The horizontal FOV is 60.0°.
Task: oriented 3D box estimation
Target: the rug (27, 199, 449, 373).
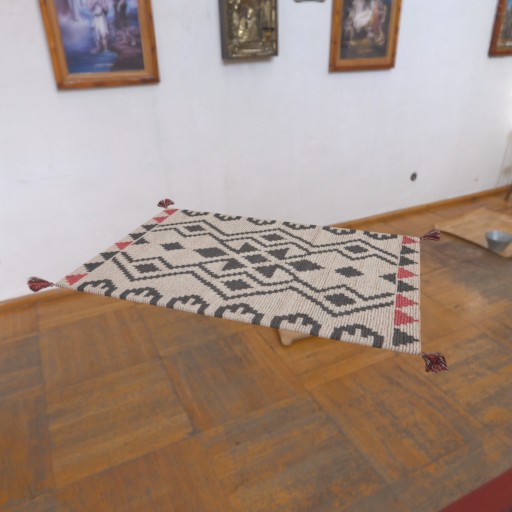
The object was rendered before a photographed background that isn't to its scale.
[{"bbox_3d":[0.000,0.000,2.584,2.069,0.067,1.444,8,27,16],"label":"rug"}]
